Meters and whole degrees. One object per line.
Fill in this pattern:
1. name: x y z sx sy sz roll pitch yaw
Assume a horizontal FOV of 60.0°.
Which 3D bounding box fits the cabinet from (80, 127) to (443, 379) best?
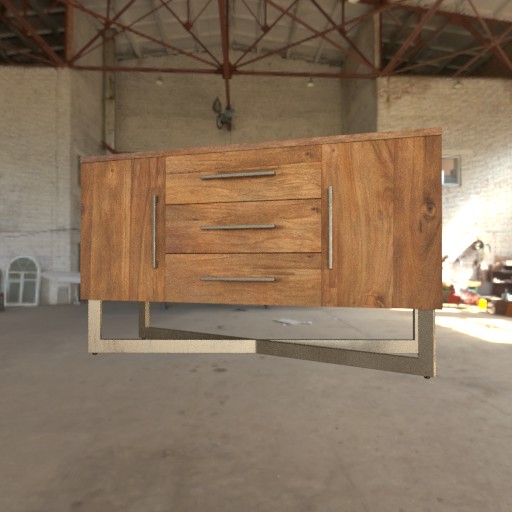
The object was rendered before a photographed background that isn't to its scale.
1. cabinet: 0.000 0.000 1.815 1.373 0.812 0.480 0 -1 17
